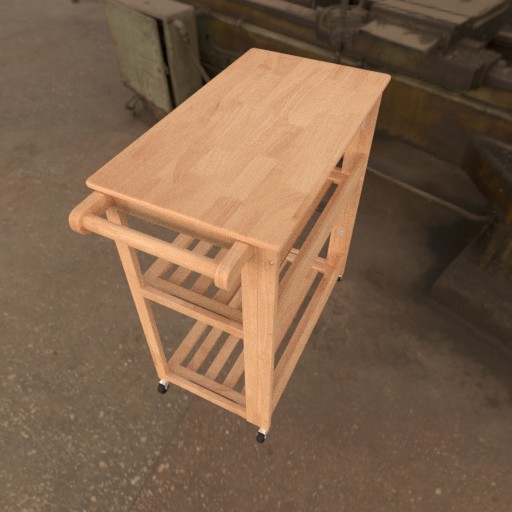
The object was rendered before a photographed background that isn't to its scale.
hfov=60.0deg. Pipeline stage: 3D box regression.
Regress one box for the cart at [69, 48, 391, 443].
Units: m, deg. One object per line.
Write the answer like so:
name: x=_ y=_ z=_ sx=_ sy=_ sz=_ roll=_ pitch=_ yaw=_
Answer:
cart: x=0.000 y=0.000 z=1.351 sx=0.432 sy=0.879 sz=0.853 roll=20 pitch=49 yaw=18
